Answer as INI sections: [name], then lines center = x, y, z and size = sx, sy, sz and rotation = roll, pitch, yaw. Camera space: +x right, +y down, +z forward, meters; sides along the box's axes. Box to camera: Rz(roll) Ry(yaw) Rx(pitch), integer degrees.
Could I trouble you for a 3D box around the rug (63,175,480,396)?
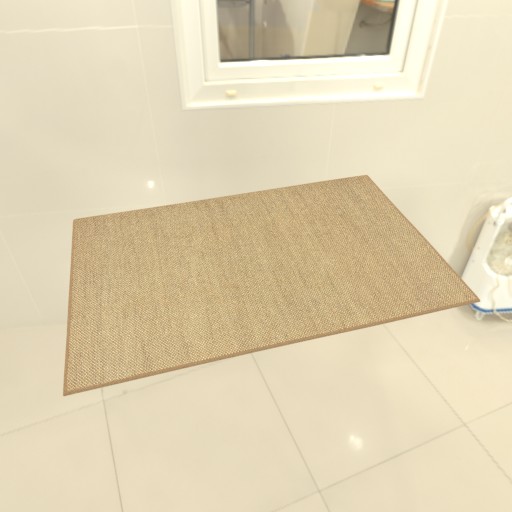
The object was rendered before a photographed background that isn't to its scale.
[rug]
center = 0.000, 0.000, 2.072
size = 1.668, 0.012, 1.061
rotation = -10, 42, -12
